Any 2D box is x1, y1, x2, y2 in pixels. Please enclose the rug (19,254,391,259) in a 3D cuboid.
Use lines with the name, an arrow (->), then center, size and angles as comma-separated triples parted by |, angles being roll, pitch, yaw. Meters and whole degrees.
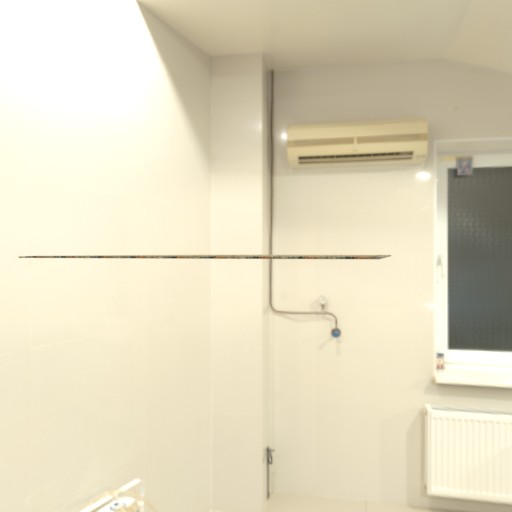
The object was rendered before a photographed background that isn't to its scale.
rug -> 0.000, 0.000, 2.240 | 1.278, 0.009, 1.730 | 0, 0, 18
